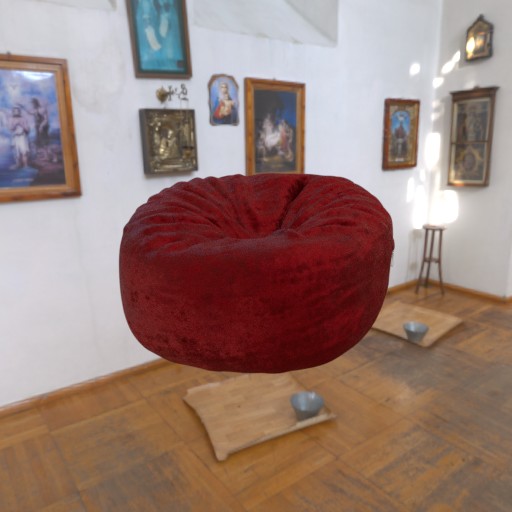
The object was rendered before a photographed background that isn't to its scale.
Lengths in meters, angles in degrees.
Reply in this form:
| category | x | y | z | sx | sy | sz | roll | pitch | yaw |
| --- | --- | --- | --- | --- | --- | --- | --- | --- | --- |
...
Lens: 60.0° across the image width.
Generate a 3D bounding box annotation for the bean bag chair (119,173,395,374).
| category | x | y | z | sx | sy | sz | roll | pitch | yaw |
| --- | --- | --- | --- | --- | --- | --- | --- | --- | --- |
| bean bag chair | 0.000 | 0.000 | 2.486 | 1.524 | 0.878 | 1.524 | 2 | 13 | 8 |
